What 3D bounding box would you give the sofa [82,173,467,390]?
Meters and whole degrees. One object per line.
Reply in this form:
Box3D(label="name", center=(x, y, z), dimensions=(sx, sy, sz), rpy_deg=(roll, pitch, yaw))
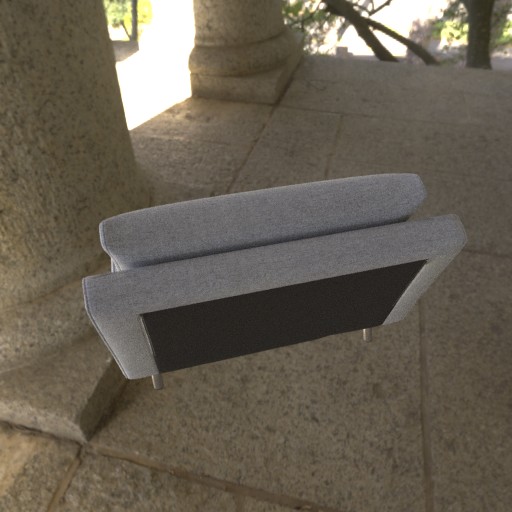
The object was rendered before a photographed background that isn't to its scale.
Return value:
Box3D(label="sofa", center=(0.000, 0.000, 1.873), dimensions=(1.220, 0.910, 0.910), rpy_deg=(-10, 42, -11))
